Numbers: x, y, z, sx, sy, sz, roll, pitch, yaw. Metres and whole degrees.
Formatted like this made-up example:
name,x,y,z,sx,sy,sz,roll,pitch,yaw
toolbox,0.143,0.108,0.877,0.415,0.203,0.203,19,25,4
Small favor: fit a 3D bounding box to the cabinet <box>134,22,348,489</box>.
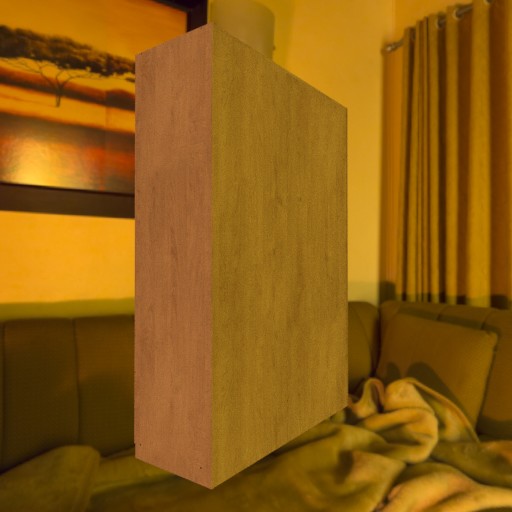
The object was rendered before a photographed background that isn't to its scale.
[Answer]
name,x,y,z,sx,sy,sz,roll,pitch,yaw
cabinet,0.000,0.000,2.481,0.510,1.910,1.290,0,-1,37
